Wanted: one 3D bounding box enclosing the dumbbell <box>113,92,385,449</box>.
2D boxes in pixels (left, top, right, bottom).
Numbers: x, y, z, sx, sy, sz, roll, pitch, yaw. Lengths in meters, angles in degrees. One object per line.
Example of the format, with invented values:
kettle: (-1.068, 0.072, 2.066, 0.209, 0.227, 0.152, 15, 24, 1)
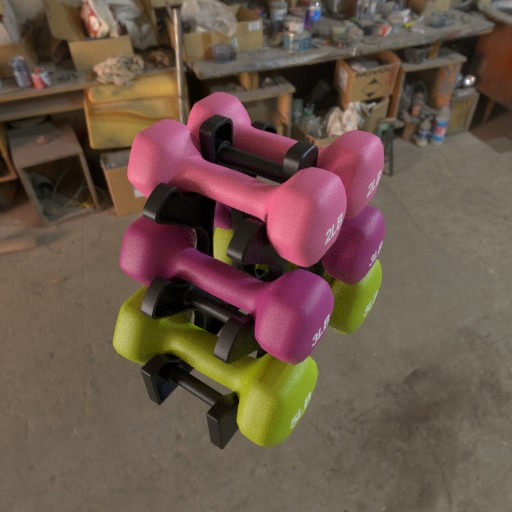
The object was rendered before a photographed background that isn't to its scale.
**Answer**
dumbbell: (0.000, 0.000, 0.433, 0.203, 0.261, 0.257, 25, 48, 25)
